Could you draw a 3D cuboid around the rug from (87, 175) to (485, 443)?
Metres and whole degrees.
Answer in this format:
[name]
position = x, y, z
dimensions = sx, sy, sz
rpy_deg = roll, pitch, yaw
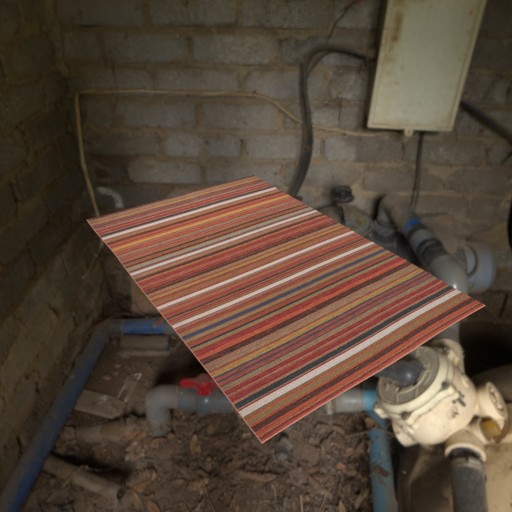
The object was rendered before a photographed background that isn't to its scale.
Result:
[rug]
position = 0.000, 0.000, 2.313
dimensions = 1.217, 0.007, 1.828
rpy_deg = -20, 38, -29
